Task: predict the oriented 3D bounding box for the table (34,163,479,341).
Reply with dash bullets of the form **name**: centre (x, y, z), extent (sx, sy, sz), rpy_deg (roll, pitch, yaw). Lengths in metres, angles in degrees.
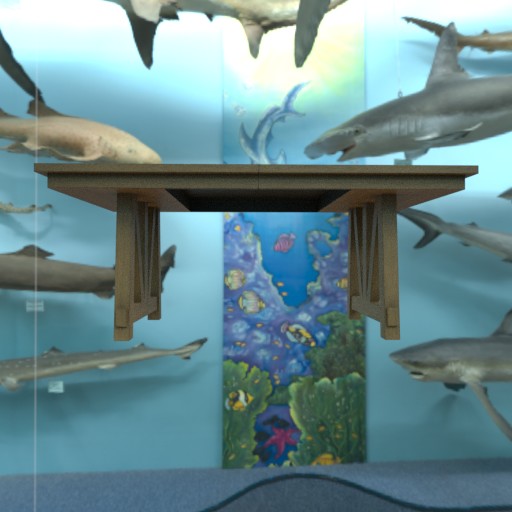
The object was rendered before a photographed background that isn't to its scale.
- **table**: centre (0.000, 0.000, 2.379), extent (1.881, 0.768, 1.016), rpy_deg (0, 0, -1)
